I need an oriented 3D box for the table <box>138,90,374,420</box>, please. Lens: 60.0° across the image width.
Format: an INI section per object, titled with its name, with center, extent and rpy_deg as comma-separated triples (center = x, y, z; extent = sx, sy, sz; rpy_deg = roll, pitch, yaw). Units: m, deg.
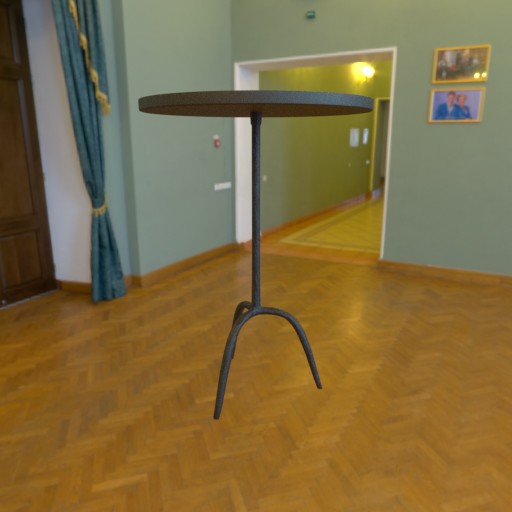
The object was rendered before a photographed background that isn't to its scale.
[table]
center = 0.000, 0.000, 1.064
extent = 0.502, 0.700, 0.502
rpy_deg = 8, 17, 26
